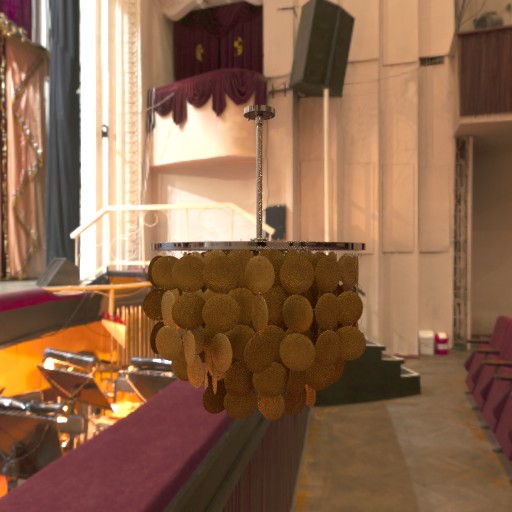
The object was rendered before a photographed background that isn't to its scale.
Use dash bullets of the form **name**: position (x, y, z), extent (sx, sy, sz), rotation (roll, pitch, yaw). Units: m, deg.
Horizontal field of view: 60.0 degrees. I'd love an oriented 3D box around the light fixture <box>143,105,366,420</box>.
- **light fixture**: position (0.000, 0.000, 0.749), extent (0.368, 0.492, 0.368), rotation (0, 0, 0)
